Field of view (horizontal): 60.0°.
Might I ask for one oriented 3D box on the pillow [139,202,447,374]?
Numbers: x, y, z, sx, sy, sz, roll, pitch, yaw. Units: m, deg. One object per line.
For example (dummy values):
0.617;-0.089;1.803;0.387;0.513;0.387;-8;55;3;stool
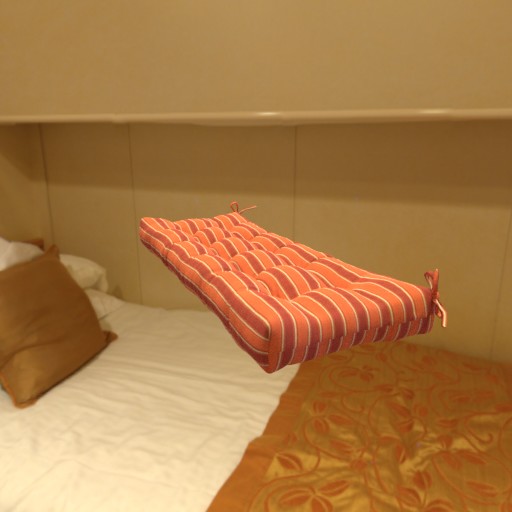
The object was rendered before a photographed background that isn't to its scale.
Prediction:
0.000;0.000;1.391;0.511;0.174;1.194;-7;17;-25;pillow
